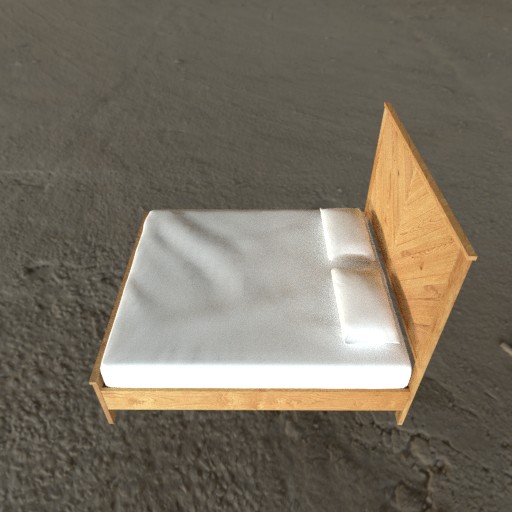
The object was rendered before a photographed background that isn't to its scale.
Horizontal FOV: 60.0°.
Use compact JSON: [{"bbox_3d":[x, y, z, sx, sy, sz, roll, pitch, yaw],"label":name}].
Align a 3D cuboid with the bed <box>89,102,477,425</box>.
[{"bbox_3d":[0.000,0.000,3.480,2.201,1.686,1.936,0,41,0],"label":"bed"}]
